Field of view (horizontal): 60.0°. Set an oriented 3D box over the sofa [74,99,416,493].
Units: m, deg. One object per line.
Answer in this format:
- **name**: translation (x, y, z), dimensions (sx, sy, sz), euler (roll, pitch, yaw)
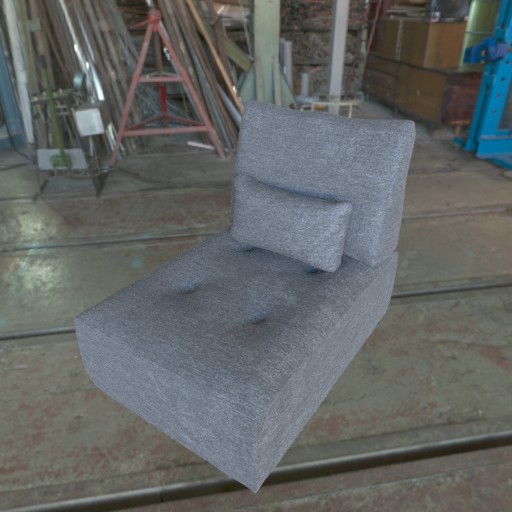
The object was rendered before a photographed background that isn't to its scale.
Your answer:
- **sofa**: translation (0.000, 0.000, 1.505), dimensions (0.700, 0.820, 1.000), euler (19, 35, 29)
